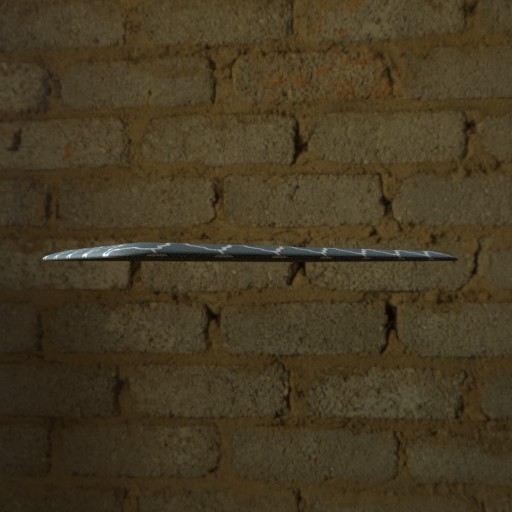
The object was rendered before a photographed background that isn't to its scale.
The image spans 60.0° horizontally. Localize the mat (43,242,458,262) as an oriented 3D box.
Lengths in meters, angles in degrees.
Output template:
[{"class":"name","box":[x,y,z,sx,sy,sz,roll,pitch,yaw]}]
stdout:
[{"class":"mat","box":[0.000,0.000,0.952,0.762,0.021,0.508,1,-1,-36]}]
